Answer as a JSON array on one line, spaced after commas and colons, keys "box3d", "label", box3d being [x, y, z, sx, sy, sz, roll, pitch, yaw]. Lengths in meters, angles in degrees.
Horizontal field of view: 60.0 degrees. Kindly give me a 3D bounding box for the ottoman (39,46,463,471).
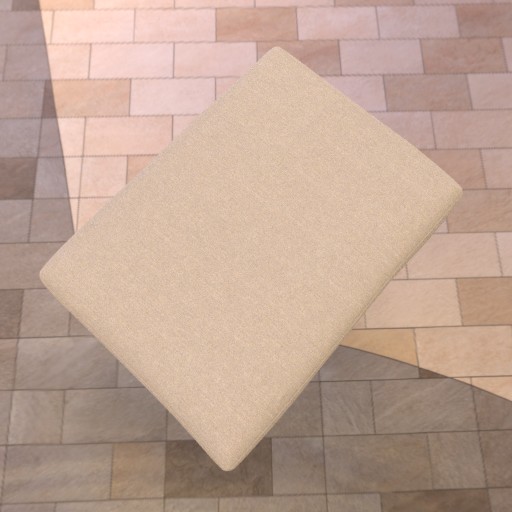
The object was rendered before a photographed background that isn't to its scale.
[{"box3d": [0.000, 0.000, 1.126, 0.569, 0.500, 0.771, 41, 79, 10], "label": "ottoman"}]
